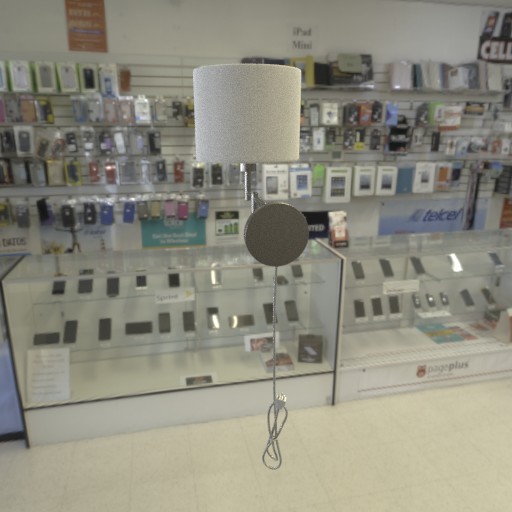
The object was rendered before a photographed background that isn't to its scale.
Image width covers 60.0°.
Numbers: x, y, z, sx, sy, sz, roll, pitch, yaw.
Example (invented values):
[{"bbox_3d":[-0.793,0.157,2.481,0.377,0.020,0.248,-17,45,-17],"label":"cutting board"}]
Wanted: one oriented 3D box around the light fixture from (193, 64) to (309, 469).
[{"bbox_3d":[0.000,0.000,1.053,0.253,0.842,0.479,-3,16,-10],"label":"light fixture"}]
